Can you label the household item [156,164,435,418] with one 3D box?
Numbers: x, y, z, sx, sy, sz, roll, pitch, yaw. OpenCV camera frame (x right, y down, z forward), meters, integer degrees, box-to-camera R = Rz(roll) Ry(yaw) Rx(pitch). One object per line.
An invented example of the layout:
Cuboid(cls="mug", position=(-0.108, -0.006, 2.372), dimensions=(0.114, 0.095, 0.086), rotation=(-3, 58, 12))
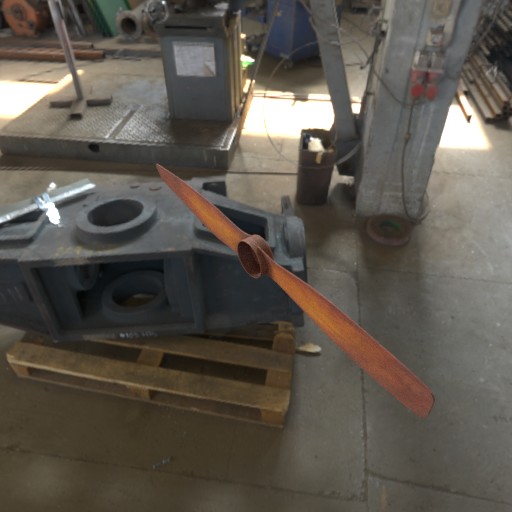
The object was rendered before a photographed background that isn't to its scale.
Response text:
Cuboid(cls="household item", position=(0.000, 0.000, 1.251), dimensions=(0.051, 0.121, 1.181), rotation=(-26, 47, -27))
